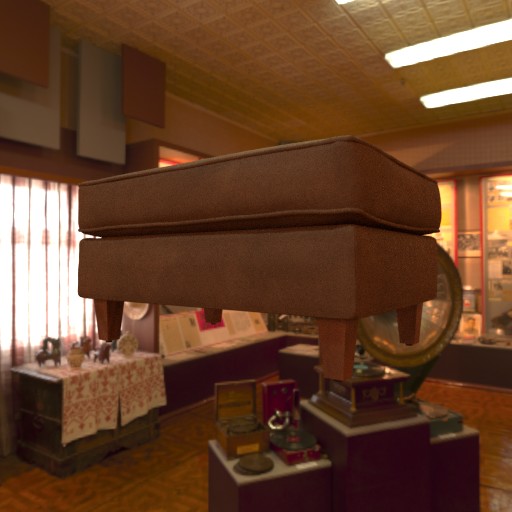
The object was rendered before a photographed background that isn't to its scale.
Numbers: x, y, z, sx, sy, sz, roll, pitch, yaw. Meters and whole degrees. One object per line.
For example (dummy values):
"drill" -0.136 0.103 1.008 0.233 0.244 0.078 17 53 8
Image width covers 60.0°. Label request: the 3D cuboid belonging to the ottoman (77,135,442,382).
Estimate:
"ottoman" 0.000 0.000 1.220 0.860 0.481 0.596 -1 -1 36
